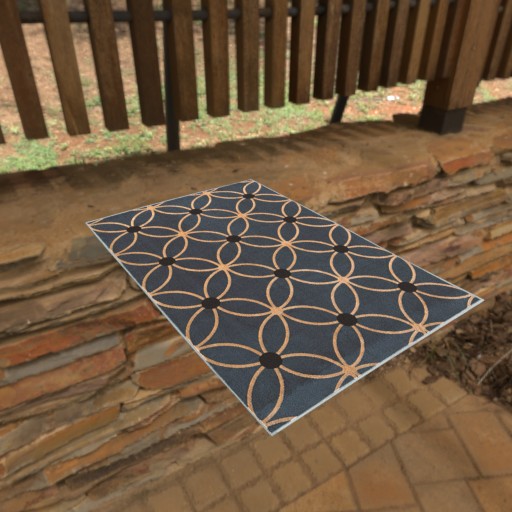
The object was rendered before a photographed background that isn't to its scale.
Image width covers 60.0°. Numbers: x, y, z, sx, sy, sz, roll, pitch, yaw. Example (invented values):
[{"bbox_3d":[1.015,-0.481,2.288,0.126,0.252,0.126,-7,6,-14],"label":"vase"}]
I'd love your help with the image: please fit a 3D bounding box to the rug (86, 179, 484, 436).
[{"bbox_3d":[0.000,0.000,2.902,1.522,0.008,2.284,-21,37,-30],"label":"rug"}]
